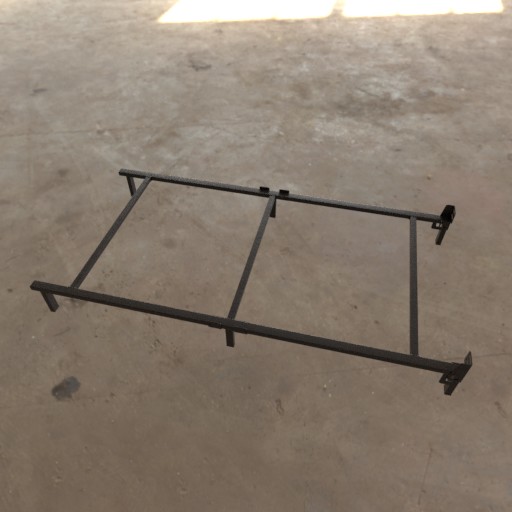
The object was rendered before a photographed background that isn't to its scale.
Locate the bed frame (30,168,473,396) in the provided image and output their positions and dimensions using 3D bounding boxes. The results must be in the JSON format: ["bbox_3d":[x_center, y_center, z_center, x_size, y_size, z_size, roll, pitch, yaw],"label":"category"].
[{"bbox_3d":[0.000,0.000,2.225,1.897,0.248,0.968,10,47,9],"label":"bed frame"}]
